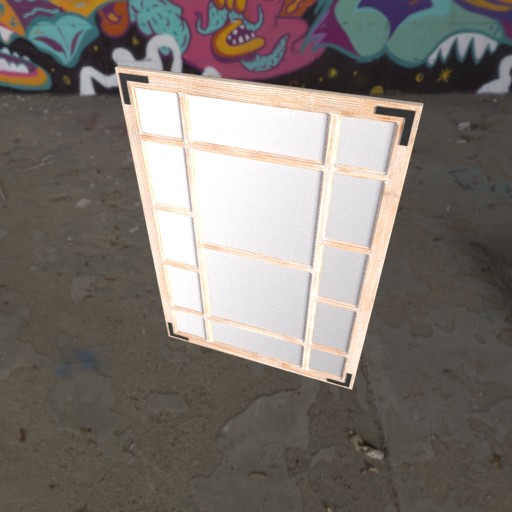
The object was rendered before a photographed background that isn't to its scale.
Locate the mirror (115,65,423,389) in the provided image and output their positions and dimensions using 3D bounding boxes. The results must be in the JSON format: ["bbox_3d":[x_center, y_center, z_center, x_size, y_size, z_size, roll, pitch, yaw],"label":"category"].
[{"bbox_3d":[0.000,0.000,1.295,0.705,0.996,0.025,13,42,15],"label":"mirror"}]
